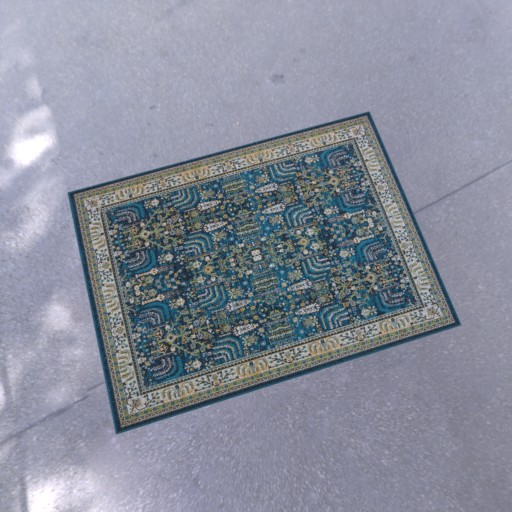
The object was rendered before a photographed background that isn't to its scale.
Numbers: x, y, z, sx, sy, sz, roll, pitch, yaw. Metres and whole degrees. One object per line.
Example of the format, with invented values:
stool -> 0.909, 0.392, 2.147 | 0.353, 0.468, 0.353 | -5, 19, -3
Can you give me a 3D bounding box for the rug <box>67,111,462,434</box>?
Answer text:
rug -> 0.000, 0.000, 4.007 | 3.044, 0.015, 2.226 | -16, 74, -5
